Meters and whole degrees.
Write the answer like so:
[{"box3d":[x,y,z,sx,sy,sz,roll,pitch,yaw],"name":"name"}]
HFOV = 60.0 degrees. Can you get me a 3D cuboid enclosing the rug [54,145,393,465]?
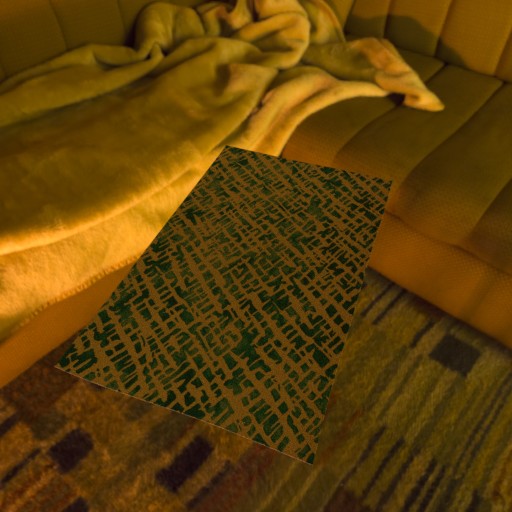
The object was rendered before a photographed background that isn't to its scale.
[{"box3d":[0.000,0.000,3.114,1.520,0.011,2.447,15,48,14],"name":"rug"}]
